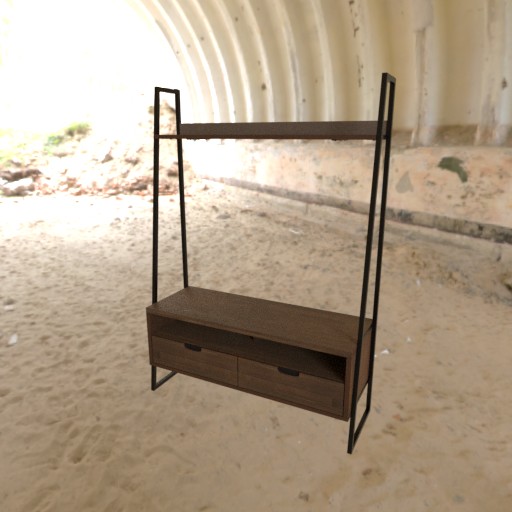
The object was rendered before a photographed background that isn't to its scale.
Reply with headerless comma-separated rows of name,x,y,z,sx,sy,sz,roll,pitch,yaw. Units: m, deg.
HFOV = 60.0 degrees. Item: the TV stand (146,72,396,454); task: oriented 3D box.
TV stand,0.000,0.000,2.385,1.250,1.772,0.432,8,17,26
